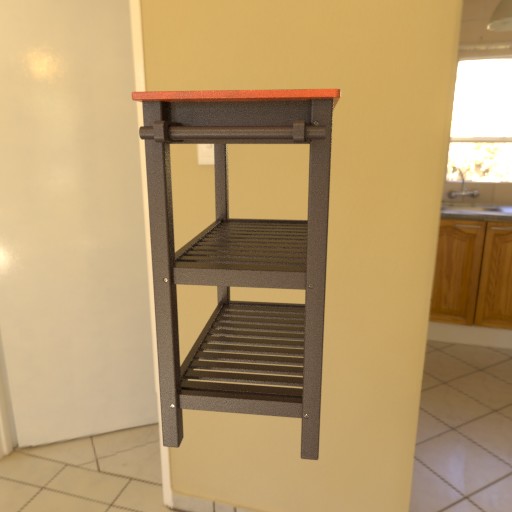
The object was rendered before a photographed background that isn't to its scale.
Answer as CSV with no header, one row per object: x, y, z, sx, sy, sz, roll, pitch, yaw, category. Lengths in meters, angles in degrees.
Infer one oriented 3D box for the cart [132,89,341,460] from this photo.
0.000,0.000,1.431,0.457,0.927,0.899,2,15,7,cart
